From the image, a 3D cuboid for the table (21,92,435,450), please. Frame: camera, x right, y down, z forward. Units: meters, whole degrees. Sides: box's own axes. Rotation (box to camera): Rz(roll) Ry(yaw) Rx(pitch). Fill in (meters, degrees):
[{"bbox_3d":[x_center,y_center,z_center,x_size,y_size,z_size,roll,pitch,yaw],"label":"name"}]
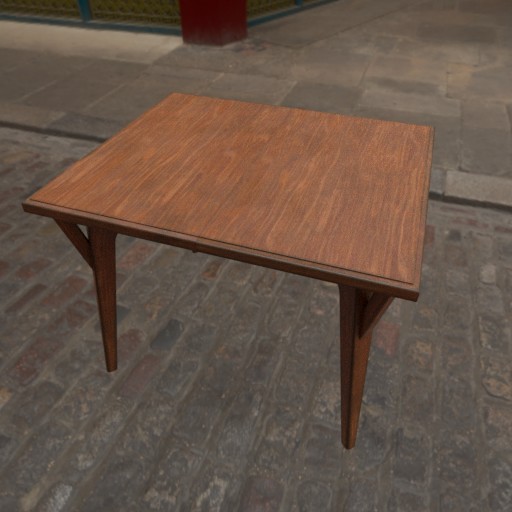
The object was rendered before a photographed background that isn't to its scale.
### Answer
[{"bbox_3d":[0.000,0.000,1.560,0.991,0.761,0.838,13,42,15],"label":"table"}]
